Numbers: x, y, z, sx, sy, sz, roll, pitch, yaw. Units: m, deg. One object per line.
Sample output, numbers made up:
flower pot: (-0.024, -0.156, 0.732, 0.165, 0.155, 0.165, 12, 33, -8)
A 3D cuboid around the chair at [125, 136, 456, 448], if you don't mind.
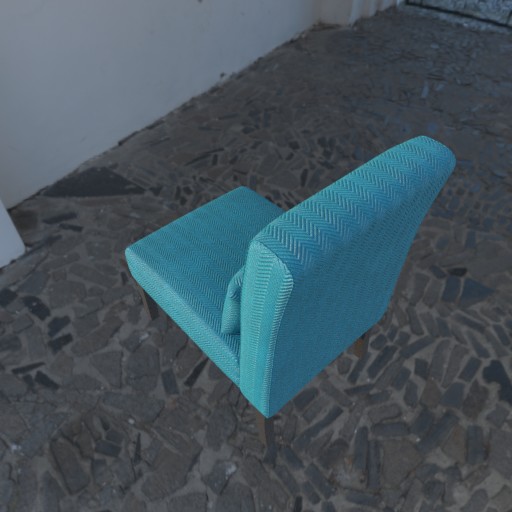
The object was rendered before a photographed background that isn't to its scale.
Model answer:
chair: (0.000, 0.000, 1.430, 0.579, 0.927, 0.808, -33, 54, -28)
